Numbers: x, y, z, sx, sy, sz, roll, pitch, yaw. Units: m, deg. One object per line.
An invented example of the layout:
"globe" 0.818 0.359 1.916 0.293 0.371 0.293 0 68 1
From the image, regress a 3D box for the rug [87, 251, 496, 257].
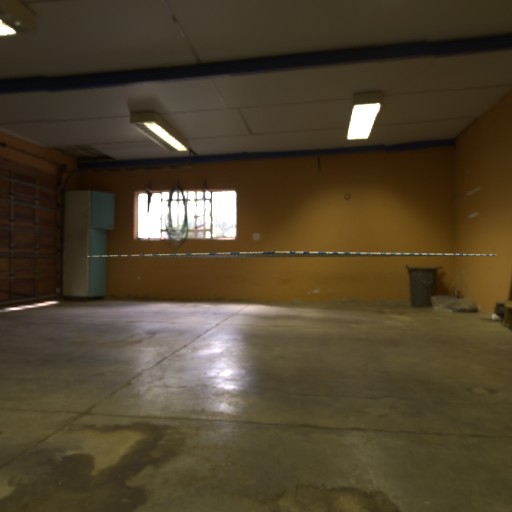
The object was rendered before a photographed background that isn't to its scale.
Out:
"rug" 0.000 0.000 2.989 1.531 0.008 2.439 0 -1 -36
